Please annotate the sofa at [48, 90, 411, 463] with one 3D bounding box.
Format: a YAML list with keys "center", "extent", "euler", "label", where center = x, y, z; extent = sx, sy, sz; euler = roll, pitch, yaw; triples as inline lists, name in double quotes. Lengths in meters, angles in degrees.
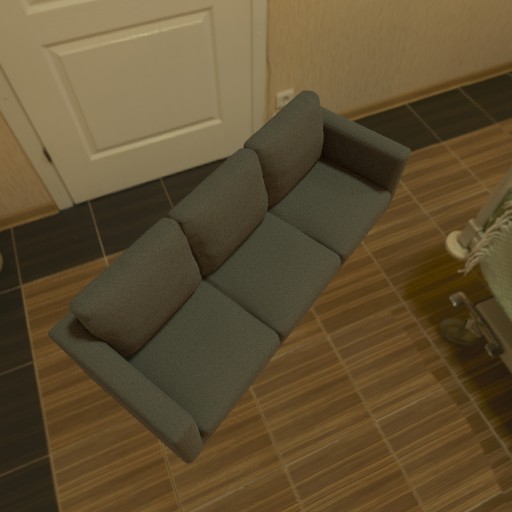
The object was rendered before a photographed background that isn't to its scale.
- center: [0.000, 0.000, 2.464]
  extent: [0.802, 0.912, 2.029]
  euler: [33, 63, 19]
  label: "sofa"
